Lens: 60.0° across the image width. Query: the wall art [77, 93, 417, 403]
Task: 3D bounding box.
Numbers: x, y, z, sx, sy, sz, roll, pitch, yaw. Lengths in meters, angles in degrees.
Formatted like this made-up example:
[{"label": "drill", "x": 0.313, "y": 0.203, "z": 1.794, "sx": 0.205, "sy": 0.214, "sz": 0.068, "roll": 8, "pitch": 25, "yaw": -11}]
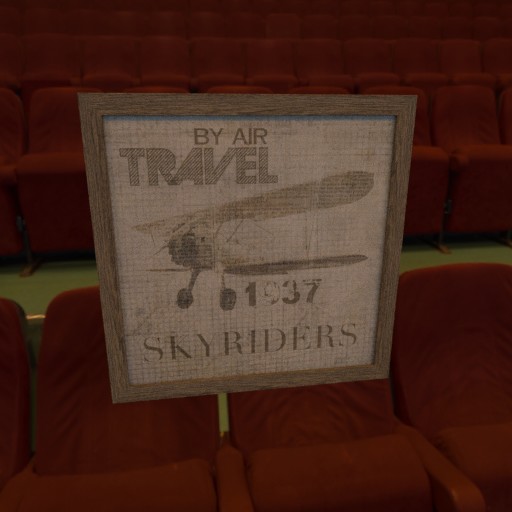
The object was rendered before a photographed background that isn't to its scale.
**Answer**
[{"label": "wall art", "x": 0.000, "y": 0.000, "z": 0.741, "sx": 0.508, "sy": 0.508, "sz": 0.019, "roll": -3, "pitch": 18, "yaw": -9}]
